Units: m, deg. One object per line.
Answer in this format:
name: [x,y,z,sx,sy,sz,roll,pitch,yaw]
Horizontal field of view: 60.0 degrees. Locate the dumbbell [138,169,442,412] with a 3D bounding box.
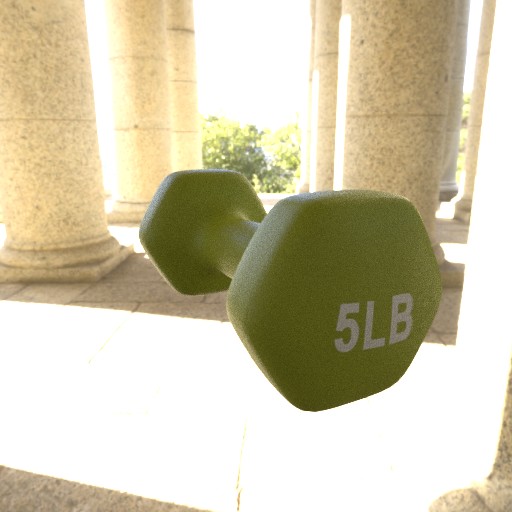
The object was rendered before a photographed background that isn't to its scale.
dumbbell: [0.000,0.000,0.206,0.080,0.072,0.164,-7,16,-25]
